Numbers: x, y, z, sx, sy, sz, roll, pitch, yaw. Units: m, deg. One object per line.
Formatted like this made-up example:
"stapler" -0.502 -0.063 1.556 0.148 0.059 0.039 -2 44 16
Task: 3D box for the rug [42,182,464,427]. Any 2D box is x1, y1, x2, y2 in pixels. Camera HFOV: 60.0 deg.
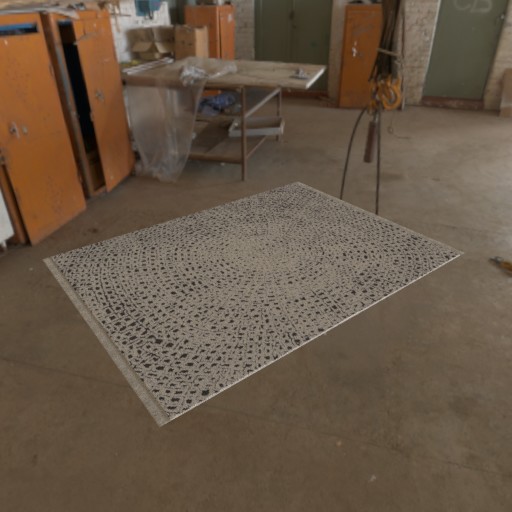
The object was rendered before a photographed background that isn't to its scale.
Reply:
"rug" 0.000 0.000 2.123 1.634 0.003 1.190 -22 37 -32
